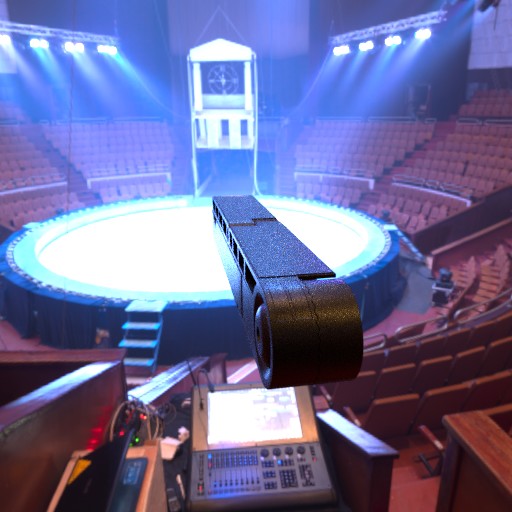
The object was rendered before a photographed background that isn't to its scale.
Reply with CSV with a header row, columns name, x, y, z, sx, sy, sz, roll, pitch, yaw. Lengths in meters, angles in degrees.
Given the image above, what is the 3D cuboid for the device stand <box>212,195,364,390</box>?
name,x,y,z,sx,sy,sz,roll,pitch,yaw
device stand,0.000,0.000,0.197,0.026,0.030,0.179,-3,17,-10
